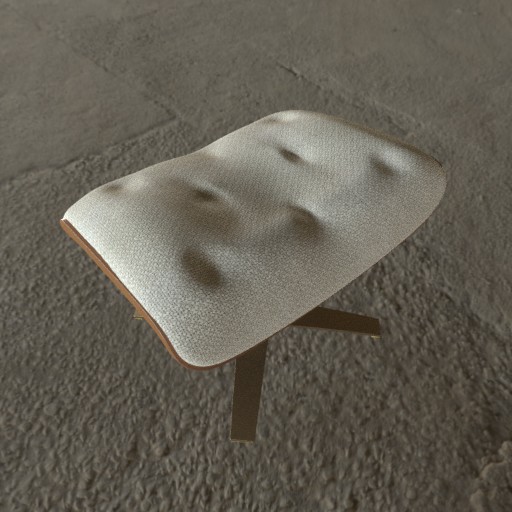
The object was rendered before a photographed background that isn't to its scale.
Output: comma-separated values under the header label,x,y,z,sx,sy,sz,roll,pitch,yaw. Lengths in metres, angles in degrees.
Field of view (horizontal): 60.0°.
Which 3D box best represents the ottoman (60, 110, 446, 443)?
label,x,y,z,sx,sy,sz,roll,pitch,yaw
ottoman,0.000,0.000,0.801,0.520,0.391,0.394,-31,53,-26
